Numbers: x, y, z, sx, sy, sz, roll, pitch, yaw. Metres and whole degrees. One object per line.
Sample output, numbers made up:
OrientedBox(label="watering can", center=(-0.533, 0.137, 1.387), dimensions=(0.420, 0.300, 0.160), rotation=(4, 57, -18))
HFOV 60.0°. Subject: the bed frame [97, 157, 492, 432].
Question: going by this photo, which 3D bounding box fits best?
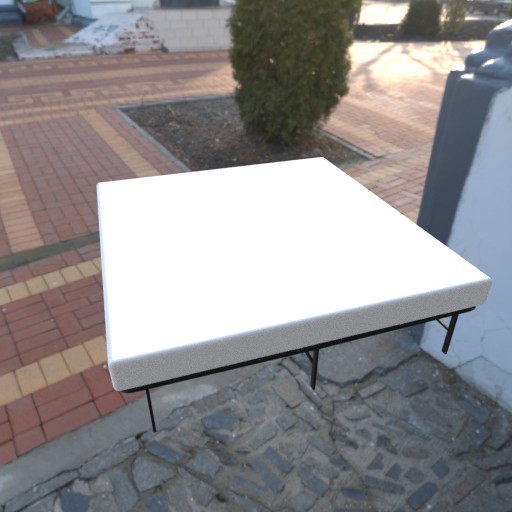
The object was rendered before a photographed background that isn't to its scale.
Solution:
OrientedBox(label="bed frame", center=(0.000, 0.000, 2.991), dimensions=(1.935, 0.525, 2.033), rotation=(-10, 33, -16))
